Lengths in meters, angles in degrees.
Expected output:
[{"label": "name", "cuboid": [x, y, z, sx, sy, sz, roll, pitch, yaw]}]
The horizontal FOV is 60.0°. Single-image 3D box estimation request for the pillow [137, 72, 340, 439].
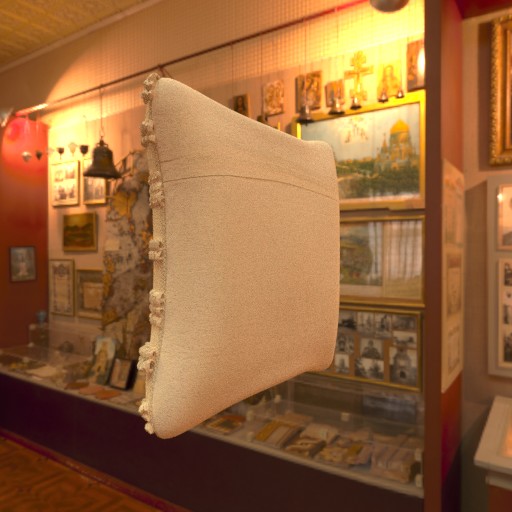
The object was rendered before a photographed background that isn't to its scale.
[{"label": "pillow", "cuboid": [0.000, 0.000, 0.673, 0.145, 0.427, 0.437, 0, 1, 36]}]
